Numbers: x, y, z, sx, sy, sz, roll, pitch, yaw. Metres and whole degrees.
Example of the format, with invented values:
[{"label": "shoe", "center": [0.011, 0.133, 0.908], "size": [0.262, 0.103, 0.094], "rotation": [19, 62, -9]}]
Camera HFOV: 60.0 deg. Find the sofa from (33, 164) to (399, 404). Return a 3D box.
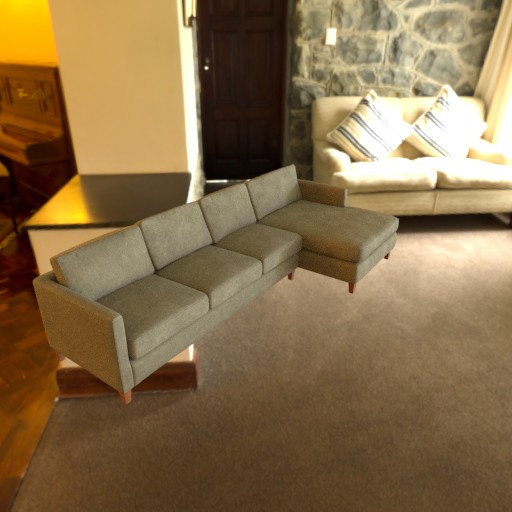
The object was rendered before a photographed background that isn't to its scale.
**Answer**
[{"label": "sofa", "center": [0.000, 0.000, 4.188], "size": [1.604, 0.950, 3.471], "rotation": [17, 30, 32]}]
